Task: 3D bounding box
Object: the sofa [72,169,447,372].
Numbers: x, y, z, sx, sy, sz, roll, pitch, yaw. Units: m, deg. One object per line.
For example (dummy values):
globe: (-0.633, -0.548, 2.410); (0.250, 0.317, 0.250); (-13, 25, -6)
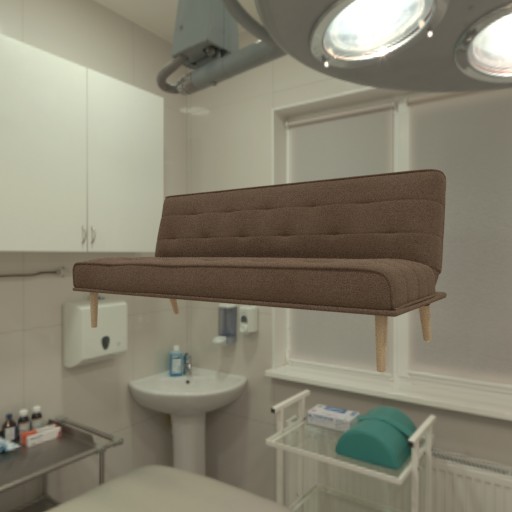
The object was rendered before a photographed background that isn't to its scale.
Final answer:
sofa: (0.000, 0.000, 2.386); (1.820, 0.810, 1.038); (0, 0, 35)
